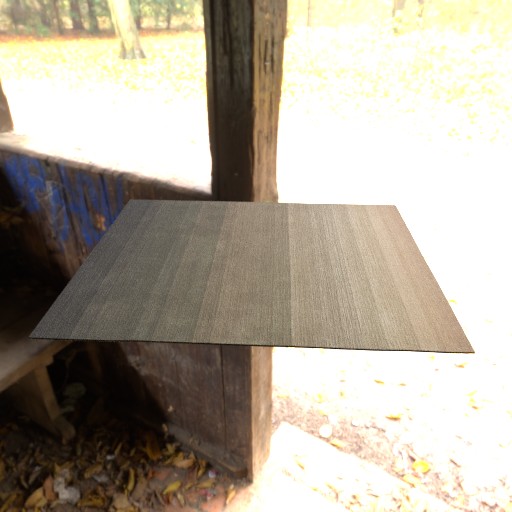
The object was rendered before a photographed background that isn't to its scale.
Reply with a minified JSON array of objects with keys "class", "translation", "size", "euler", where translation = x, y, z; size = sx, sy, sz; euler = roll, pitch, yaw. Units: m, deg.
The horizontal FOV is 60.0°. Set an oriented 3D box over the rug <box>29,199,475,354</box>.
[{"class":"rug","translation":[0.000,0.000,3.882],"size":[2.932,0.015,2.315],"euler":[1,31,2]}]
